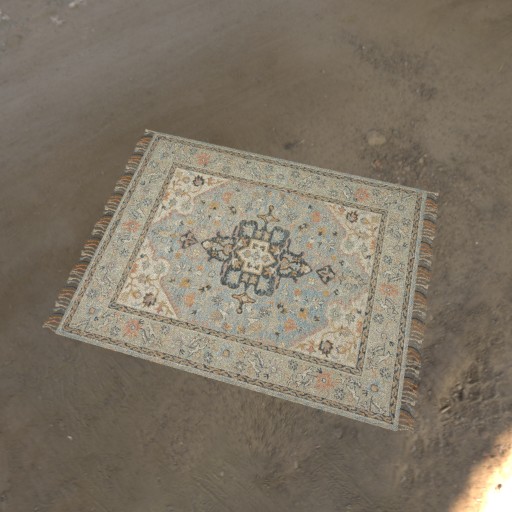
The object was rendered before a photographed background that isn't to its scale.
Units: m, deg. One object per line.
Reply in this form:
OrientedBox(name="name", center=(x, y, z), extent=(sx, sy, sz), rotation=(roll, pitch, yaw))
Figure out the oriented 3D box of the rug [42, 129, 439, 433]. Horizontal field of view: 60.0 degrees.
OrientedBox(name="rug", center=(0.000, 0.000, 2.243), extent=(1.730, 0.009, 1.278), rotation=(14, 64, 7))
